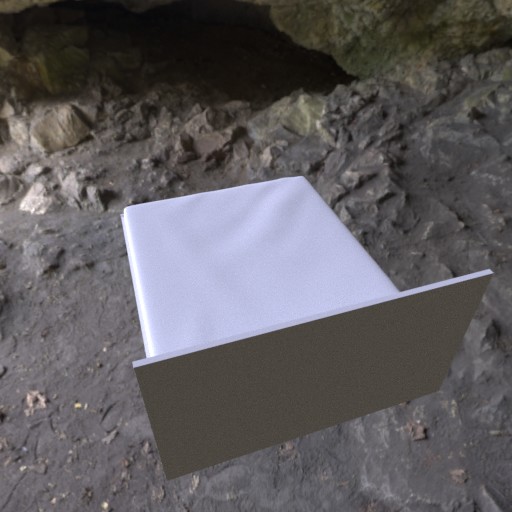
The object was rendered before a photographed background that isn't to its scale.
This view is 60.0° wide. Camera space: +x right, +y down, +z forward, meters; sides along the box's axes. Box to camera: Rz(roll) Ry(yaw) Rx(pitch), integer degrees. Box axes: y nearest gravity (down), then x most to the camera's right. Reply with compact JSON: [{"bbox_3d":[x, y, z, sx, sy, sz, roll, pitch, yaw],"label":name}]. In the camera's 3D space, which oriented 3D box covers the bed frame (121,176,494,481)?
[{"bbox_3d":[0.000,0.000,3.010,1.711,1.001,2.100,-12,42,-14],"label":"bed frame"}]
